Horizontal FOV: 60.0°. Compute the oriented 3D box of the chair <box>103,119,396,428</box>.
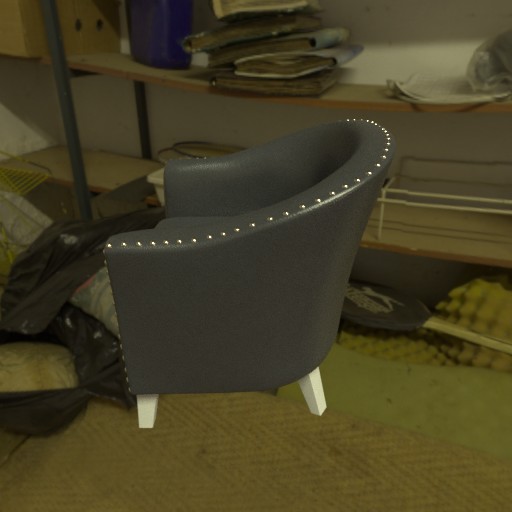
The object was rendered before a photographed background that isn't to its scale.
[{"bbox_3d":[0.000,0.000,1.438,0.748,0.823,0.794,0,26,1],"label":"chair"}]
